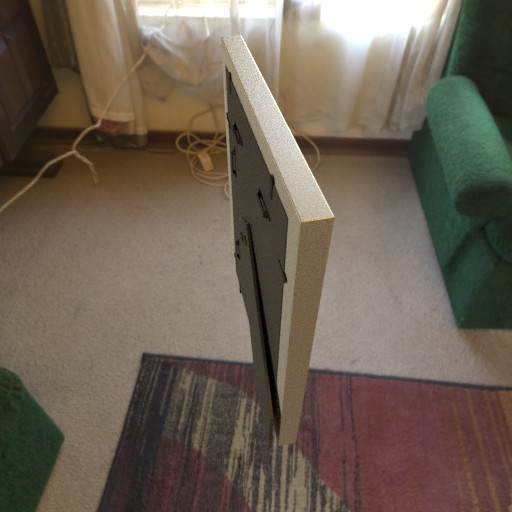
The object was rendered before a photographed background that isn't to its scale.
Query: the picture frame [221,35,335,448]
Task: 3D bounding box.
[{"bbox_3d":[0.000,0.000,0.526,0.036,0.386,0.307,-9,48,-9],"label":"picture frame"}]
